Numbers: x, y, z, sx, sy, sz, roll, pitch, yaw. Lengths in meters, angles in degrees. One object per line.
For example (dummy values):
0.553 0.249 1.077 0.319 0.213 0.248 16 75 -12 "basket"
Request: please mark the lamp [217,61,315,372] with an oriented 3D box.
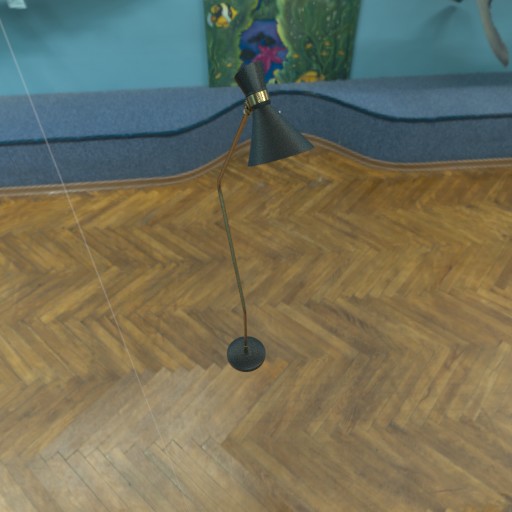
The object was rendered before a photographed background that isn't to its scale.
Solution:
0.000 0.000 1.612 0.277 1.438 0.467 -2 46 -2 "lamp"
